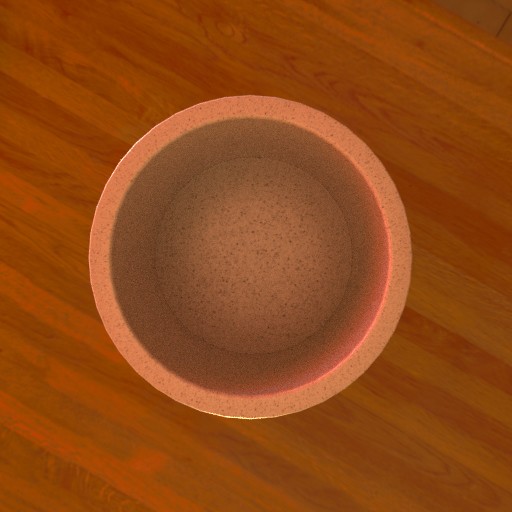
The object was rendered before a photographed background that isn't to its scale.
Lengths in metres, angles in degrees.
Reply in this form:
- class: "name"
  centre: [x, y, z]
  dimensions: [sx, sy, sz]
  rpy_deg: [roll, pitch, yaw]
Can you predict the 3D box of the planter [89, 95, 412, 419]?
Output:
- class: "planter"
  centre: [0.000, 0.000, 0.724]
  dimensions: [0.368, 0.484, 0.359]
  rpy_deg: [0, 90, 0]
